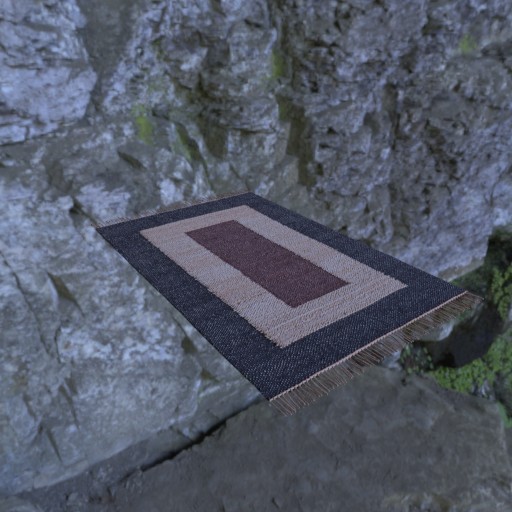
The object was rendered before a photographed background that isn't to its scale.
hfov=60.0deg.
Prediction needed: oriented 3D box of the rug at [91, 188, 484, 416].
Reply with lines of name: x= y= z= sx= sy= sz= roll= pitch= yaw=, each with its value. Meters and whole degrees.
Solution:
rug: x=0.000 y=0.000 z=2.499 sx=1.224 sy=0.027 sz=2.021 roll=-18 pitch=32 yaw=-32
